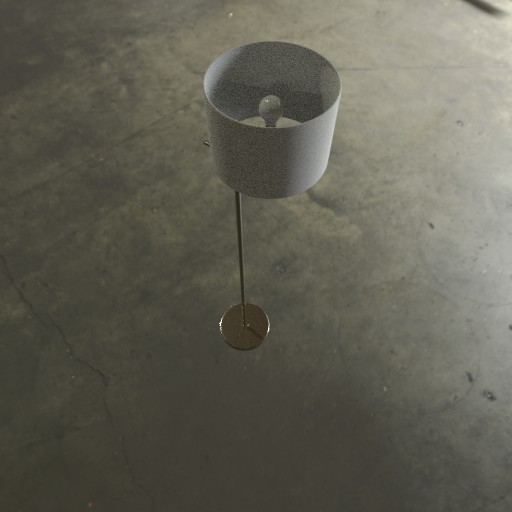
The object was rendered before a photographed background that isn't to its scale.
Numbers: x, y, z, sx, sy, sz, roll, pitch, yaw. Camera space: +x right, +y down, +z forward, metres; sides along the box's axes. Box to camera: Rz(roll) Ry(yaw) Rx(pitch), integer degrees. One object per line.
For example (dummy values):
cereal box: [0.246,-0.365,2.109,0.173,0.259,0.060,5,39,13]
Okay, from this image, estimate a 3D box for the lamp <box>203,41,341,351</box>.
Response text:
lamp: [0.000,0.000,1.722,0.416,1.600,0.324,31,62,18]
